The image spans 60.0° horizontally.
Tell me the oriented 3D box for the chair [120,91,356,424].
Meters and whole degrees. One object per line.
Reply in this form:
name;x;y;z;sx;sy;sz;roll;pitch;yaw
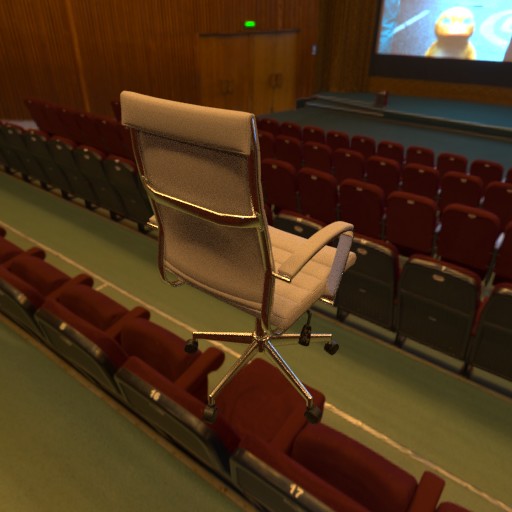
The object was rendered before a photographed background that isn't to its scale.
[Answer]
chair;0.000;0.000;1.562;0.679;1.149;0.667;21;37;31
